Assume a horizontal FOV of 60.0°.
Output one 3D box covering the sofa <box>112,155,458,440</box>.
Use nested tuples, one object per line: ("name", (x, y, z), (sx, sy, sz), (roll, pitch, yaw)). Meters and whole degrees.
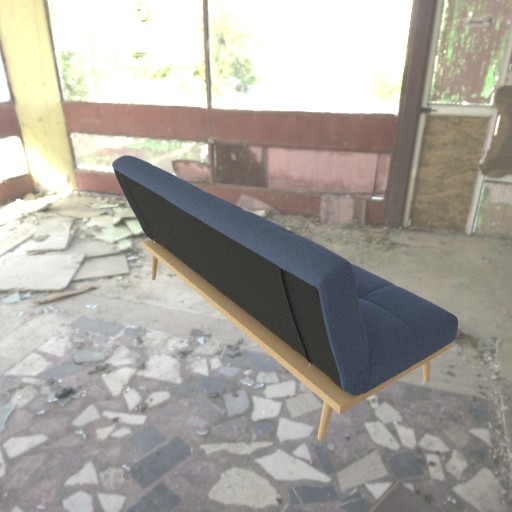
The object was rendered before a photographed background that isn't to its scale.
("sofa", (0.000, 0.000, 2.242), (0.796, 0.800, 1.800), (-17, 30, -31))
